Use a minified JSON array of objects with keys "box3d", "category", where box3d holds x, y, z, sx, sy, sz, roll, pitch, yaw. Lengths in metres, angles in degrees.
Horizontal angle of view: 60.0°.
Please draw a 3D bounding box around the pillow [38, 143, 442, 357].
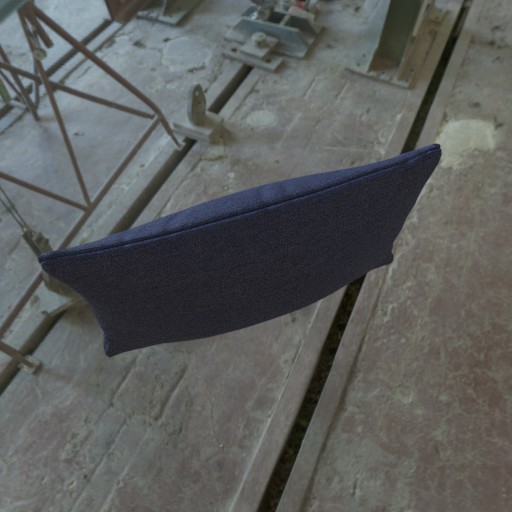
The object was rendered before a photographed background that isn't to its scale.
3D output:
[{"box3d":[0.000,0.000,0.792,0.633,0.338,0.210,-17,59,-11],"category":"pillow"}]
